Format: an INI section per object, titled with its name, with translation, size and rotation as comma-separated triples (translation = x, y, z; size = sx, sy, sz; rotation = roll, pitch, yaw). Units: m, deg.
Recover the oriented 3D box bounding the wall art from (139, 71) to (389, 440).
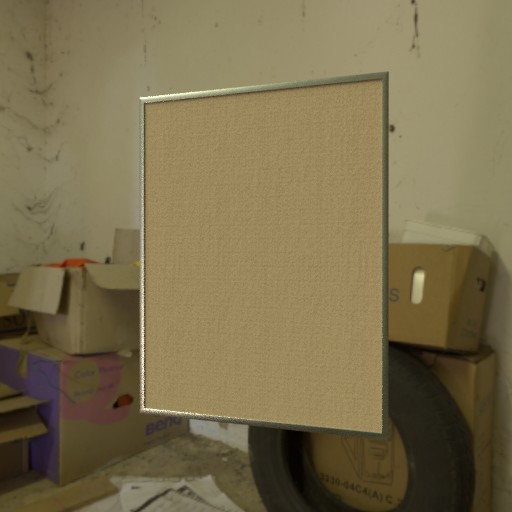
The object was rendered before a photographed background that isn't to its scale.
[wall art]
translation = 0.000, 0.000, 1.403
size = 0.803, 1.062, 0.041
rotation = 0, 0, 16
